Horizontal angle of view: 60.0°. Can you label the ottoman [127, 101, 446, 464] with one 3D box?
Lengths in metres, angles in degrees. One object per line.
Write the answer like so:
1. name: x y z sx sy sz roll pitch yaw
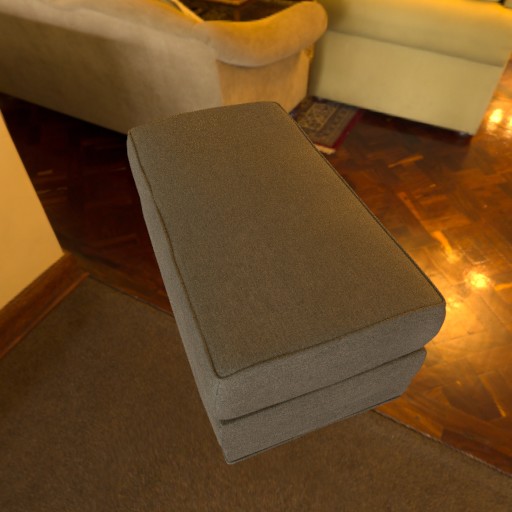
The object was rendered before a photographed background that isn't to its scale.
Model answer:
1. ottoman: 0.000 0.000 1.166 0.490 0.448 0.864 -16 48 -14
